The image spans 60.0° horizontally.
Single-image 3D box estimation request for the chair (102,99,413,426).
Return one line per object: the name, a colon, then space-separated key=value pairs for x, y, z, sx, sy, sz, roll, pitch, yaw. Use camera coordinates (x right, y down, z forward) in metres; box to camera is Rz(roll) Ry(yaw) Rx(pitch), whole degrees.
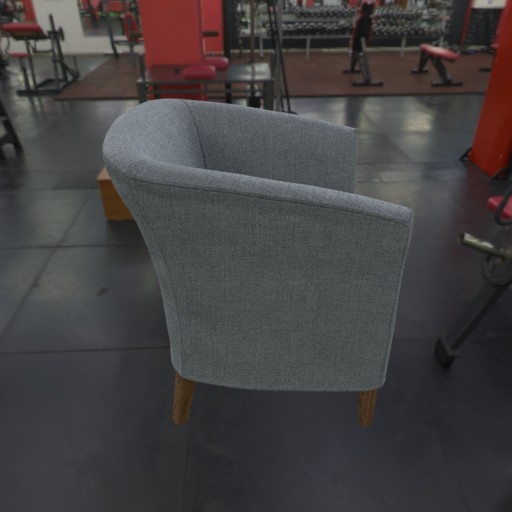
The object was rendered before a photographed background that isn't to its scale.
chair: x=0.000 y=0.000 z=1.249 sx=0.668 sy=0.771 sz=0.600 roll=0 pitch=32 yaw=0
